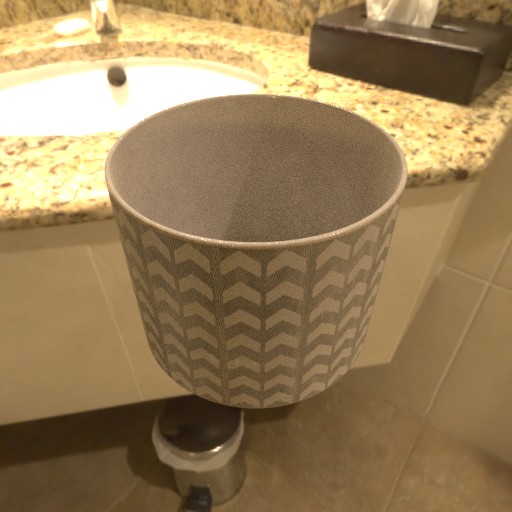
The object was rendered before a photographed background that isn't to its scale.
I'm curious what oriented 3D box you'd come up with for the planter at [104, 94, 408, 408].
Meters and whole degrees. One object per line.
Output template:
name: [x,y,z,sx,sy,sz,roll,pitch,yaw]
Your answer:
planter: [0.000,0.000,0.455,0.250,0.239,0.250,0,42,0]
